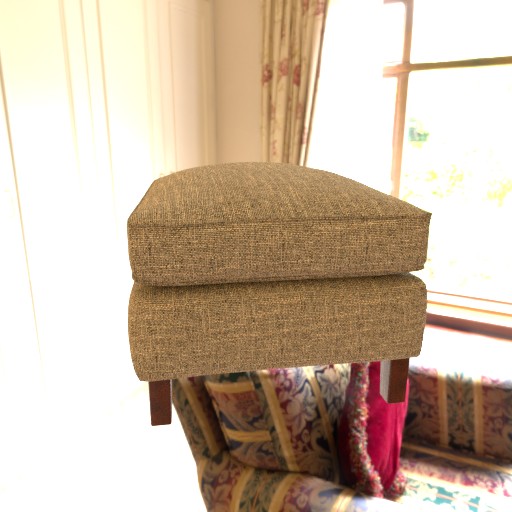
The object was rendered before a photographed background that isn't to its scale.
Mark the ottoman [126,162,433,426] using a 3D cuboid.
[{"bbox_3d":[0.000,0.000,0.992,0.508,0.406,0.686,-2,15,-9],"label":"ottoman"}]
